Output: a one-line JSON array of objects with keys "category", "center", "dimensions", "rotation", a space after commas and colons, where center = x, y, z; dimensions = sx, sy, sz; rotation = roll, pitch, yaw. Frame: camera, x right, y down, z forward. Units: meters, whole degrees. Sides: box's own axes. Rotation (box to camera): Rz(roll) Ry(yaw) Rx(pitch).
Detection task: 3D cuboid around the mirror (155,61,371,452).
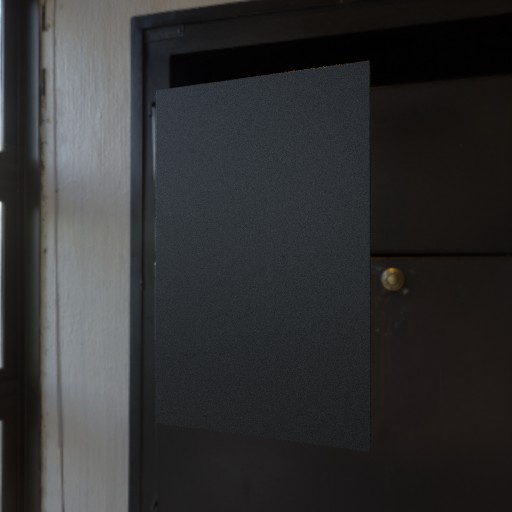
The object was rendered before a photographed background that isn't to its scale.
[{"category": "mirror", "center": [0.000, 0.000, 1.520], "dimensions": [0.762, 1.219, 0.038], "rotation": [0, -1, 19]}]
